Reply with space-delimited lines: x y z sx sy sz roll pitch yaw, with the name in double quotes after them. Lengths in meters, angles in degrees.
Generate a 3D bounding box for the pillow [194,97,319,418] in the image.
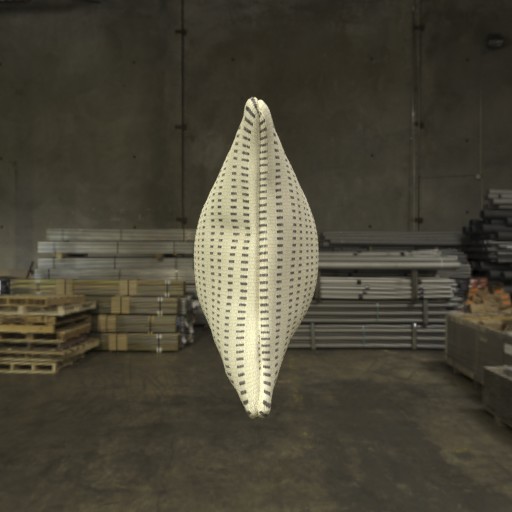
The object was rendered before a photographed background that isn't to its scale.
0.000 0.000 0.794 0.210 0.353 0.640 0 1 1 "pillow"
